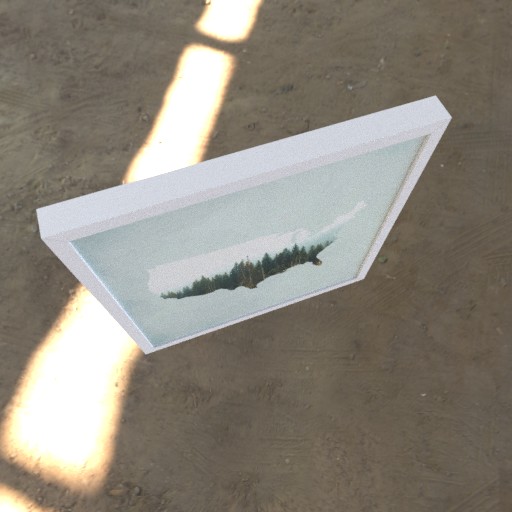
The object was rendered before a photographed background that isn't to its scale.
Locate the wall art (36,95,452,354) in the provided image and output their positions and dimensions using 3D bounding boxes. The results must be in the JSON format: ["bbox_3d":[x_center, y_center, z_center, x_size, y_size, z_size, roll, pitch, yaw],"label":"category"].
[{"bbox_3d":[0.000,0.000,0.451,0.304,0.304,0.024,-18,65,-9],"label":"wall art"}]
